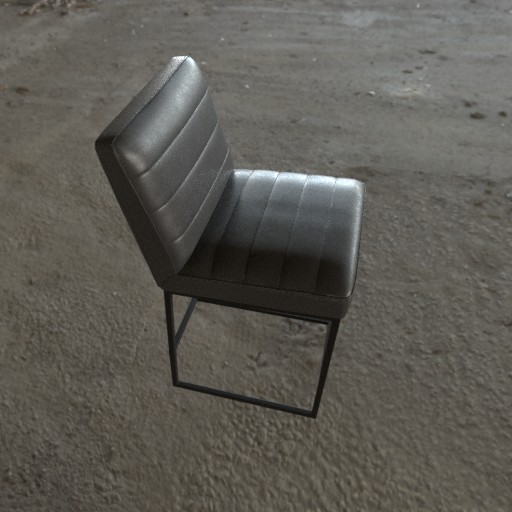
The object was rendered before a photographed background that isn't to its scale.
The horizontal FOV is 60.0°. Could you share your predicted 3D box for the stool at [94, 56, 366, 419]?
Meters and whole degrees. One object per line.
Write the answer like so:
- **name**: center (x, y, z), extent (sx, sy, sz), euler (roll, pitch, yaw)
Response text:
- **stool**: center (0.000, 0.000, 1.276), extent (0.552, 0.938, 0.457), euler (10, 46, 10)
